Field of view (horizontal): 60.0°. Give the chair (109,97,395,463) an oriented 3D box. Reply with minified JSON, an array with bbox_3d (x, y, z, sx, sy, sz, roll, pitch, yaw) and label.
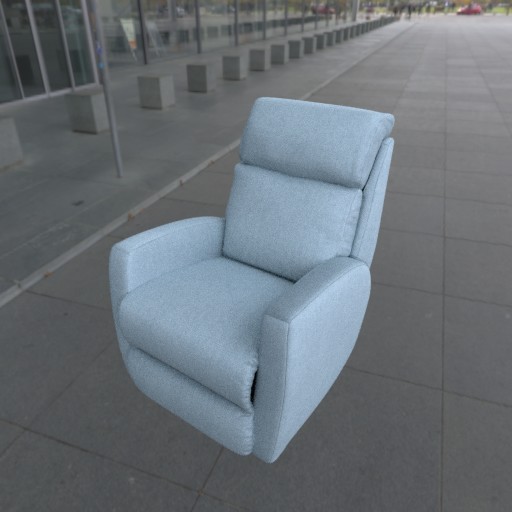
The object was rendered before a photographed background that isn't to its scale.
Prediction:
[{"bbox_3d":[0.000,0.000,1.689,0.812,1.013,0.940,19,35,30],"label":"chair"}]
